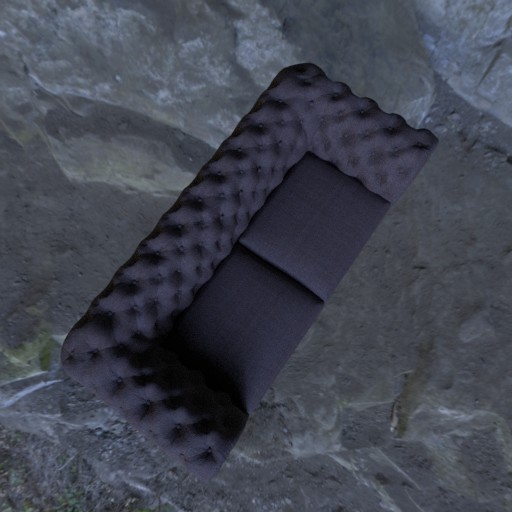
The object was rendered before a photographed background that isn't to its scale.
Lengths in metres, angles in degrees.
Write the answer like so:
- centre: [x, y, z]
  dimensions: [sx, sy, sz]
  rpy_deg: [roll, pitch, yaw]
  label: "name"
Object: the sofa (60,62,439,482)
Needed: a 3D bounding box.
- centre: [0.000, 0.000, 2.462]
  dimensions: [0.944, 0.780, 2.048]
  rpy_deg: [35, 78, 9]
  label: "sofa"
